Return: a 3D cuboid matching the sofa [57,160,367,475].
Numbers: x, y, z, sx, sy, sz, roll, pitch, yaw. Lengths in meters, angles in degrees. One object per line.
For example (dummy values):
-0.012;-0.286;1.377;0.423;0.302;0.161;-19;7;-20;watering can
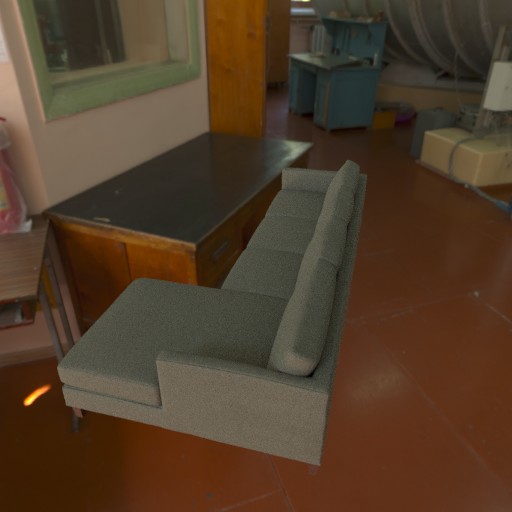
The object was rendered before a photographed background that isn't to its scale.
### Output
0.000;0.000;3.756;1.625;0.861;3.186;8;31;13;sofa
